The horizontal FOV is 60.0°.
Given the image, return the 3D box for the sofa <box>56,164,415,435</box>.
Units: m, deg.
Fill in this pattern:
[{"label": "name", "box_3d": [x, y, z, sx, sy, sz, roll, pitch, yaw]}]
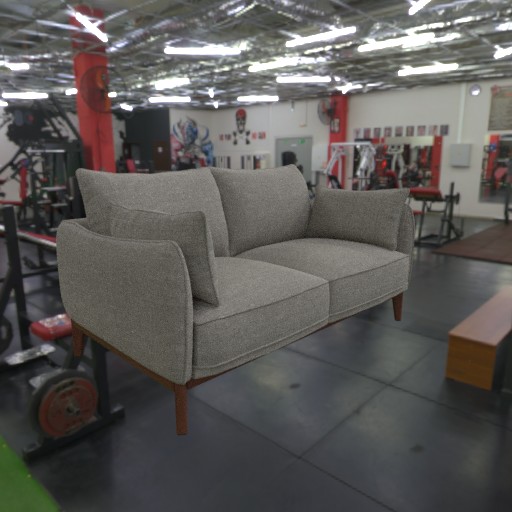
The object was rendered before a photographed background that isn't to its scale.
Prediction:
[{"label": "sofa", "box_3d": [0.000, 0.000, 2.154, 1.580, 0.851, 0.972, -13, 18, -43]}]
